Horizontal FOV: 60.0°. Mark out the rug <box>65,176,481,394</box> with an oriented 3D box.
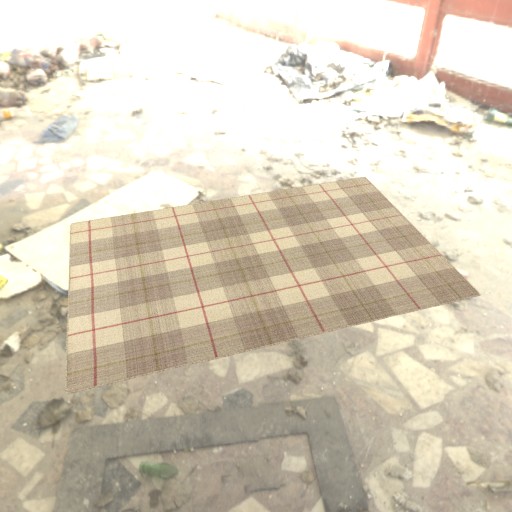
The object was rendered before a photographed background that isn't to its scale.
[{"bbox_3d":[0.000,0.000,3.052,2.464,0.010,1.549,-11,41,-13],"label":"rug"}]
